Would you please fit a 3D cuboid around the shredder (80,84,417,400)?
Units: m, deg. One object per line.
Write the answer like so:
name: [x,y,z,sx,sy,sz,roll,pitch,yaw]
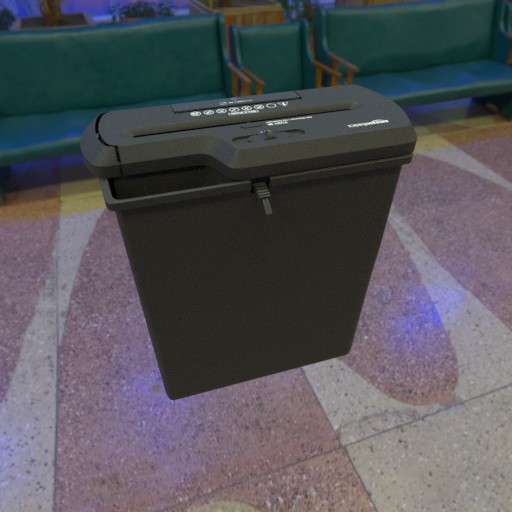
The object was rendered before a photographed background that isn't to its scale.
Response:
shredder: [0.000,0.000,0.518,0.320,0.335,0.170,-11,41,-13]
